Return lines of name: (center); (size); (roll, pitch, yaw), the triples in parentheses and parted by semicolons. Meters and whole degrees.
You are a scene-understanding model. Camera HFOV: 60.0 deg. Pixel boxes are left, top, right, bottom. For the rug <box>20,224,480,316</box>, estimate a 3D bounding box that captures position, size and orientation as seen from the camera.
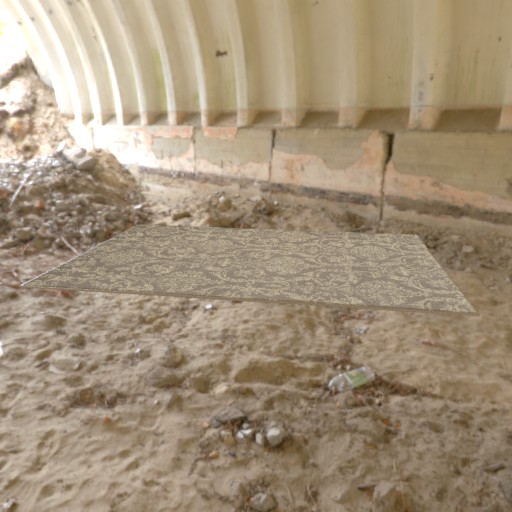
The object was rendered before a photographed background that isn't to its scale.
rug: (0.000, 0.000, 3.458); (2.746, 0.018, 1.819); (3, 17, 9)
